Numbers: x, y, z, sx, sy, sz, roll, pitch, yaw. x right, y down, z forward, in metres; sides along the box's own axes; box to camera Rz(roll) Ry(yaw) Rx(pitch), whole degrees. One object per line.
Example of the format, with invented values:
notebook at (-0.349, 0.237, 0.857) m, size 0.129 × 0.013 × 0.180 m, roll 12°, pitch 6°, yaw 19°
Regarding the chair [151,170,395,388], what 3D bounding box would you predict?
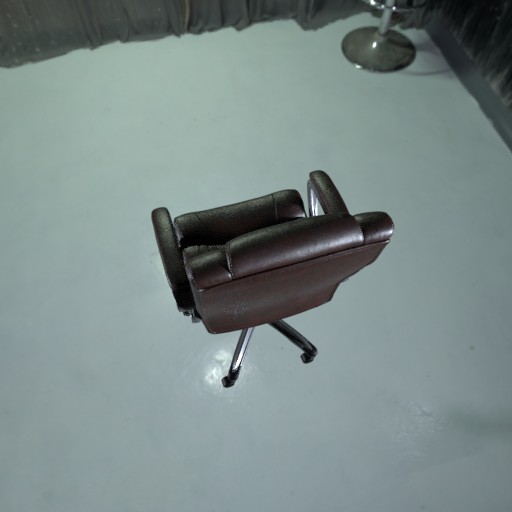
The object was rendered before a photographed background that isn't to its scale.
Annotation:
chair at (0.000, 0.000, 1.623) m, size 0.656 × 1.128 × 0.692 m, roll -15°, pitch 60°, yaw -9°
